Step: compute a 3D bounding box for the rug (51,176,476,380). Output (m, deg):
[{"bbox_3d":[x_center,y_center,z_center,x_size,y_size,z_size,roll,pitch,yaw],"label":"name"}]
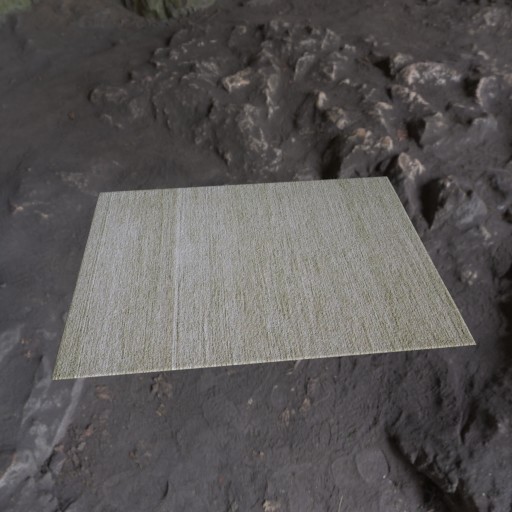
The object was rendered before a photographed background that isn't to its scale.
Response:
[{"bbox_3d":[0.000,0.000,2.917,2.270,0.017,1.606,-4,45,-4],"label":"rug"}]
